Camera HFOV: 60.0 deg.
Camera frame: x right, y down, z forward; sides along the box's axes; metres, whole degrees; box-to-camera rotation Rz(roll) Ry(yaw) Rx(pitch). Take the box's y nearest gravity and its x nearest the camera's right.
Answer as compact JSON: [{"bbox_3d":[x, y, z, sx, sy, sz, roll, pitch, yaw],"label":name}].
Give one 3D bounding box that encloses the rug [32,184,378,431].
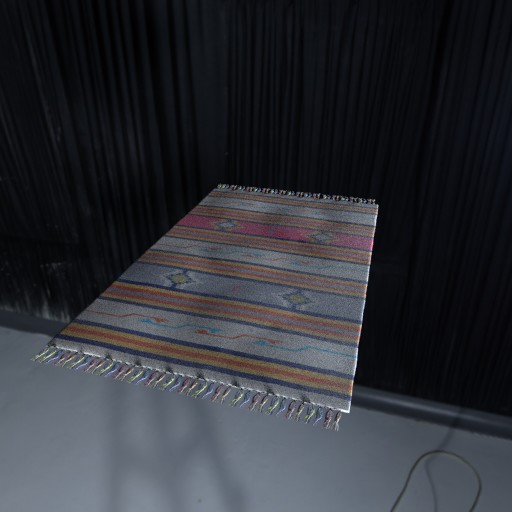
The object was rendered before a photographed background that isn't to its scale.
[{"bbox_3d":[0.000,0.000,2.167,1.084,0.013,1.849,8,30,14],"label":"rug"}]
